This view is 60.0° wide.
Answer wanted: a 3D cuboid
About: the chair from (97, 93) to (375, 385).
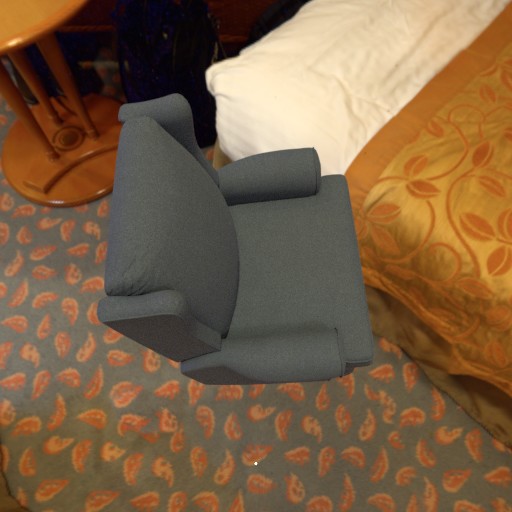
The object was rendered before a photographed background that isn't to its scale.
[{"bbox_3d":[0.000,0.000,1.733,0.877,1.020,0.971,-2,65,-1],"label":"chair"}]
